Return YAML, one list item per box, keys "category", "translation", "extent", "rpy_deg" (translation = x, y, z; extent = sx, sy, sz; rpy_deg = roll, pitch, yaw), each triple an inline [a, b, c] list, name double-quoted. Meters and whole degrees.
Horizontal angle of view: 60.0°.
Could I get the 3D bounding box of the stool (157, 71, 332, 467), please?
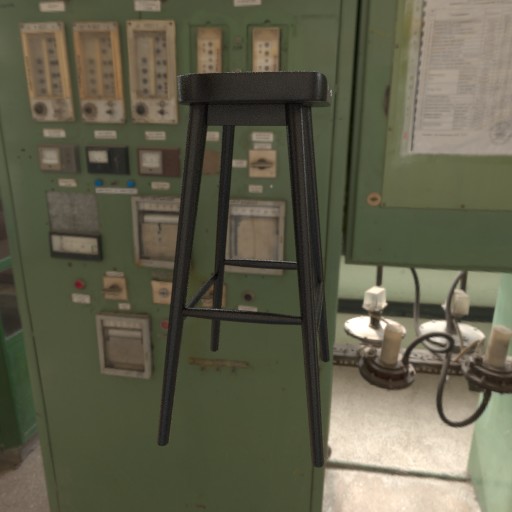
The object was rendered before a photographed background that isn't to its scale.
- category: "stool"
  translation: [0.000, 0.000, 1.020]
  extent: [0.361, 0.749, 0.440]
  rpy_deg: [3, 18, 10]
